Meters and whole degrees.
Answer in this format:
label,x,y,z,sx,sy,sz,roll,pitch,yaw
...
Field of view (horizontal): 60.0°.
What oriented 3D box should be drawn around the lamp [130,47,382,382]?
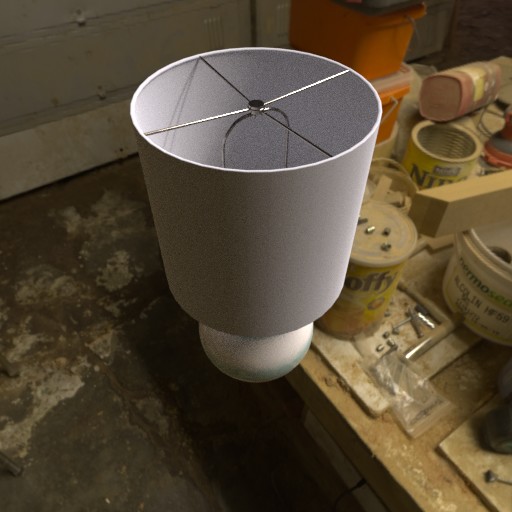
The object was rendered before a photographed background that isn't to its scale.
label,x,y,z,sx,sy,sz,roll,pitch,yaw
lamp,0.000,0.000,0.534,0.217,0.404,0.217,-25,52,-22
